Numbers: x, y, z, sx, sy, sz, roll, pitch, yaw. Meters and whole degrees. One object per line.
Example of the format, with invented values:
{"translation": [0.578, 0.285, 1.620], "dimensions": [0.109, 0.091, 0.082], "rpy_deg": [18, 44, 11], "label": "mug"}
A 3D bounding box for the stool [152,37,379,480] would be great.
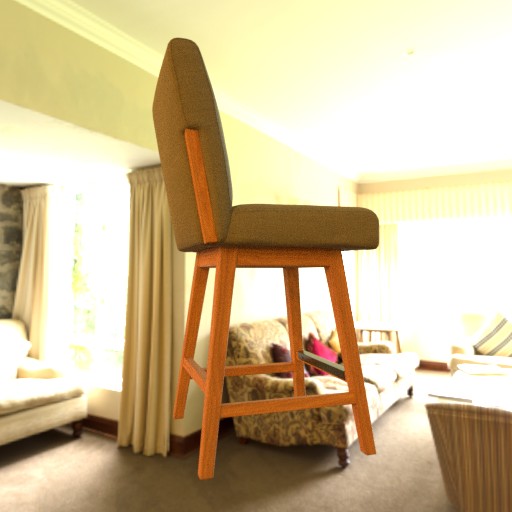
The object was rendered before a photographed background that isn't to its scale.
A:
{"translation": [0.000, 0.000, 1.284], "dimensions": [0.570, 1.019, 0.459], "rpy_deg": [1, -2, -18], "label": "stool"}
